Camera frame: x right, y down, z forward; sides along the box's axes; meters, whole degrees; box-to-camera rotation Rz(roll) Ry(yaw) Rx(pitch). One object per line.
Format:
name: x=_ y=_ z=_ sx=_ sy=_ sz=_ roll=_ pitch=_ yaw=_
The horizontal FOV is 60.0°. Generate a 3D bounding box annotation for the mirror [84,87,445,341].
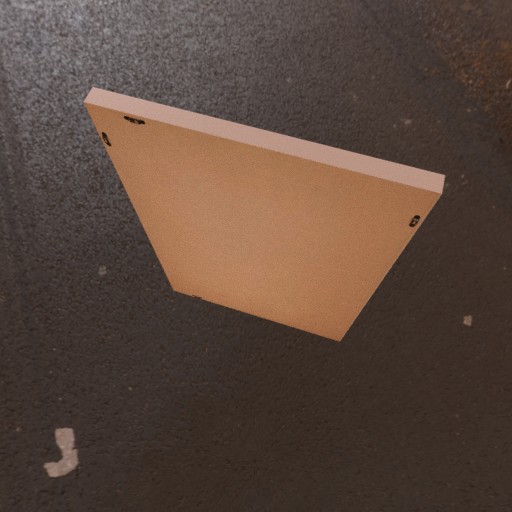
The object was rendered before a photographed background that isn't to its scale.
mirror: x=0.000 y=0.000 z=1.139 sx=0.609 sy=0.915 sz=0.041 roll=16 pitch=66 yaw=7
